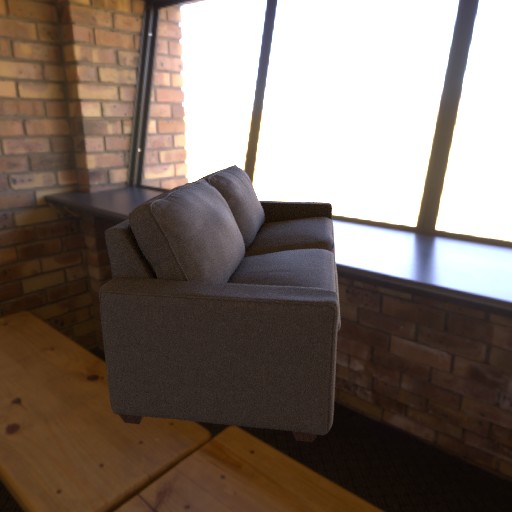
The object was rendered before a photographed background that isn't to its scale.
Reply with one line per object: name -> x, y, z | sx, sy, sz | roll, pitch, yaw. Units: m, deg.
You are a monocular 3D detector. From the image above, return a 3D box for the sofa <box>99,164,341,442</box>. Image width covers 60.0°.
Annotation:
sofa -> 0.000, 0.000, 2.608 | 0.940, 0.919, 2.080 | 3, 17, 8
